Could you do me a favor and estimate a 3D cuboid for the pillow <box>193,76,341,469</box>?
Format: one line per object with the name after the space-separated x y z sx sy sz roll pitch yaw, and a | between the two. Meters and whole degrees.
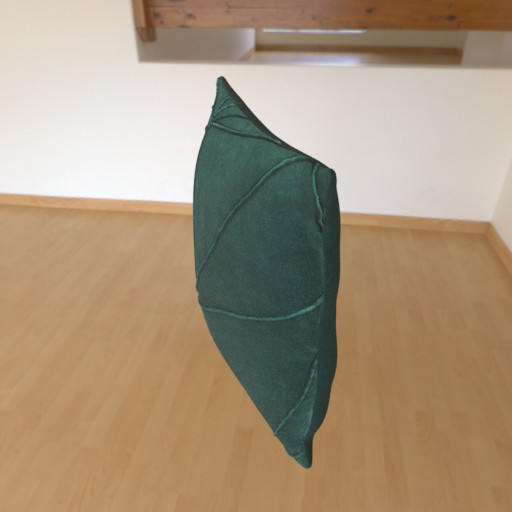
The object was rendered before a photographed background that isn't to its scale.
0.000 0.000 0.664 0.184 0.440 0.439 -9 33 -14 | pillow
